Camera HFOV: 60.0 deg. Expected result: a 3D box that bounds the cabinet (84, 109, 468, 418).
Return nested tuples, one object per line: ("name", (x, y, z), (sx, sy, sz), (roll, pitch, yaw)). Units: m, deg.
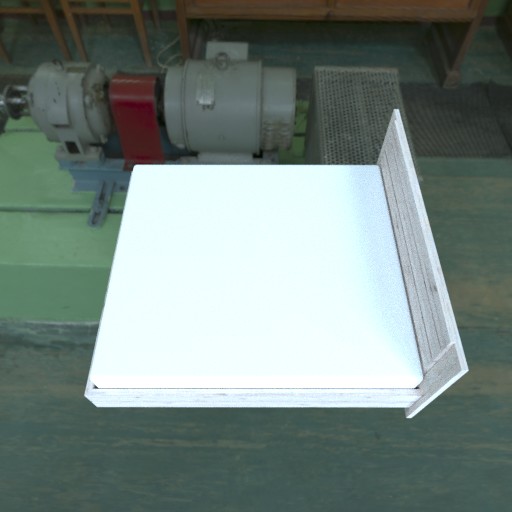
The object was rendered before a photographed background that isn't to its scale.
("cabinet", (0.000, 0.000, 3.092), (2.080, 0.970, 1.950), (0, 57, 0))
